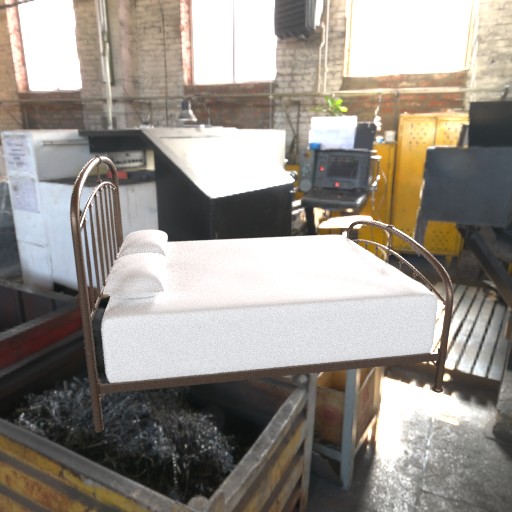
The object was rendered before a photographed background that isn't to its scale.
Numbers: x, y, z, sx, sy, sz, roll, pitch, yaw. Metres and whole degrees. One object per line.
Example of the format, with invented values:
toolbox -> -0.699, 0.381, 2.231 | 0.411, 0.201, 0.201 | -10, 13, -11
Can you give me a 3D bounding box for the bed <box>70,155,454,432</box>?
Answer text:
bed -> 0.000, 0.000, 3.270 | 2.168, 1.475, 1.711 | -3, 17, -10
